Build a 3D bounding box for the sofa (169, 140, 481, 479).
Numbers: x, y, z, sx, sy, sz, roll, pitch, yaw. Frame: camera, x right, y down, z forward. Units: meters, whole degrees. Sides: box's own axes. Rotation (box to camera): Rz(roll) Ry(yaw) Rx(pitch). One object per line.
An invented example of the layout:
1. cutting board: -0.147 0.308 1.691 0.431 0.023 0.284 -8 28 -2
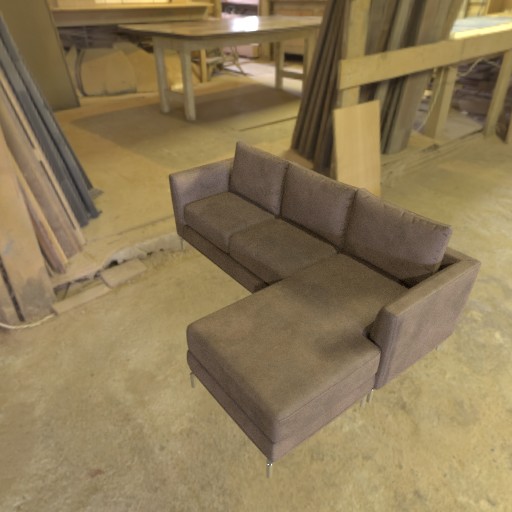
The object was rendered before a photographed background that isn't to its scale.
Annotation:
1. sofa: 0.000 0.000 3.226 1.622 0.987 2.438 -22 39 -31
